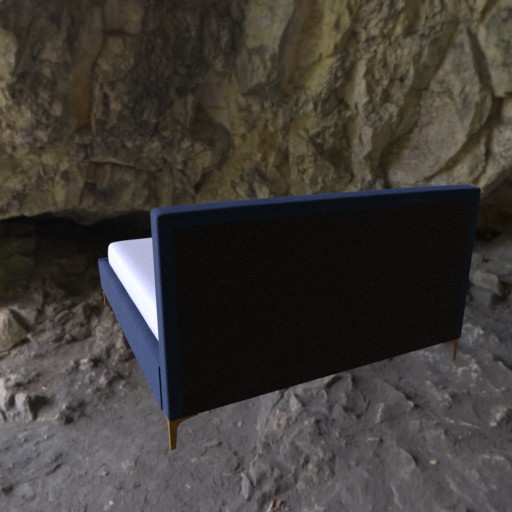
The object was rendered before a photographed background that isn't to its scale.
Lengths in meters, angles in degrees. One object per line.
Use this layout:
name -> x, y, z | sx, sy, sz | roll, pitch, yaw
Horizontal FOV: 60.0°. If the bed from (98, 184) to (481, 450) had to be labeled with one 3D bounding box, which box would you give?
bed -> 0.000, 0.000, 3.462 | 2.096, 1.231, 2.232 | -8, 18, -25
